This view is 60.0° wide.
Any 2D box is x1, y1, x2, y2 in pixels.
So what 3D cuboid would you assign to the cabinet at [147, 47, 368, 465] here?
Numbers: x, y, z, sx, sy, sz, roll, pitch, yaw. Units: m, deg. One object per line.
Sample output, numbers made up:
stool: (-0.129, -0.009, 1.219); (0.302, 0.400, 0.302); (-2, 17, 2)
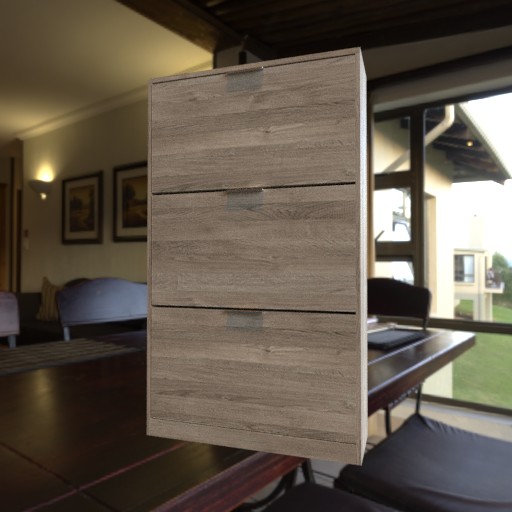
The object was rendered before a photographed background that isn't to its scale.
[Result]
cabinet: (0.000, 0.000, 1.580); (0.750, 1.280, 0.250); (0, -1, 19)
